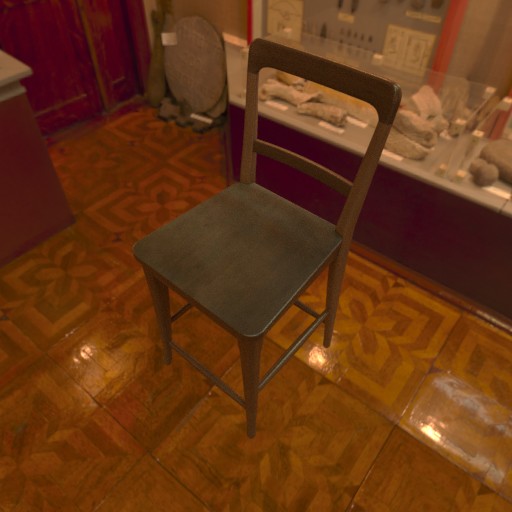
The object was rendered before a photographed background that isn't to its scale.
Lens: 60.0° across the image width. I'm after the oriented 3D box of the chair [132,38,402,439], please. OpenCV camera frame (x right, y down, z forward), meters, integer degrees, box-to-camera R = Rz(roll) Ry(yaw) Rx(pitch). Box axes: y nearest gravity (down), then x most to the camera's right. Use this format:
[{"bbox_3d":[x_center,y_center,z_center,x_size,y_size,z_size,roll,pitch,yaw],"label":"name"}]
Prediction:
[{"bbox_3d":[0.000,0.000,1.294,0.450,0.991,0.546,32,54,27],"label":"chair"}]
